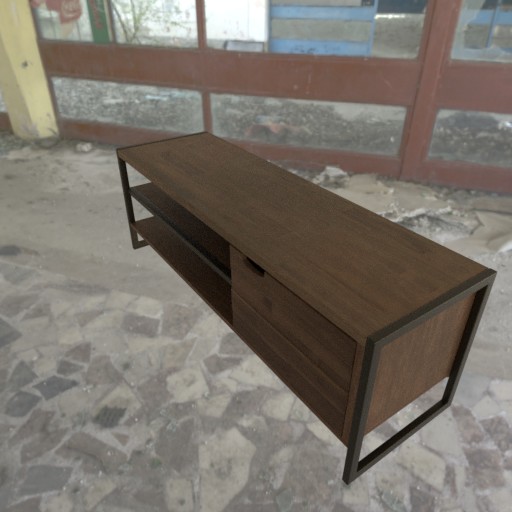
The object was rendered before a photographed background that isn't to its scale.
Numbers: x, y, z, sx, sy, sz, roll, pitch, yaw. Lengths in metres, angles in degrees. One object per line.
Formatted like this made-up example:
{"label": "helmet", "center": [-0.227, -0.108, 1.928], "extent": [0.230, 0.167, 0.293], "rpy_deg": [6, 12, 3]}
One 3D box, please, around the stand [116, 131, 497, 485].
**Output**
{"label": "stand", "center": [0.000, 0.000, 1.654], "extent": [0.454, 0.506, 1.480], "rpy_deg": [-20, 38, -29]}
